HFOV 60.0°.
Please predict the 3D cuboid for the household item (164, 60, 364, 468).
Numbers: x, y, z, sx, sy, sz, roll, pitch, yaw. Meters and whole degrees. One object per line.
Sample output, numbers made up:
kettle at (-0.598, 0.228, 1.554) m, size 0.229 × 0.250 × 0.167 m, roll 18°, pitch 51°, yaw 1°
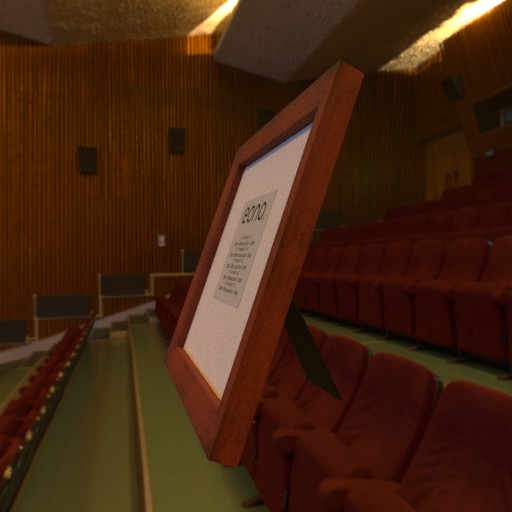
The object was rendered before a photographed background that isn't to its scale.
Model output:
household item at (0.000, 0.000, 0.380) m, size 0.131 × 0.240 × 0.240 m, roll 0°, pitch 0°, yaw -17°
